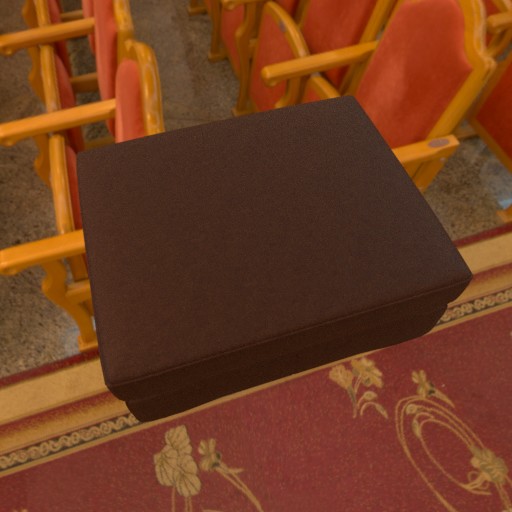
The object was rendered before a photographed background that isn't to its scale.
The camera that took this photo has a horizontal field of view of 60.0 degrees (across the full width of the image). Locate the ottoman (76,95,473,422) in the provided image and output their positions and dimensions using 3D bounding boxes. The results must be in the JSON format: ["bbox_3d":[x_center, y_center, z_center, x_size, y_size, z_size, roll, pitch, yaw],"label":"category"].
[{"bbox_3d":[0.000,0.000,1.813,1.187,0.730,0.967,-15,58,-9],"label":"ottoman"}]
